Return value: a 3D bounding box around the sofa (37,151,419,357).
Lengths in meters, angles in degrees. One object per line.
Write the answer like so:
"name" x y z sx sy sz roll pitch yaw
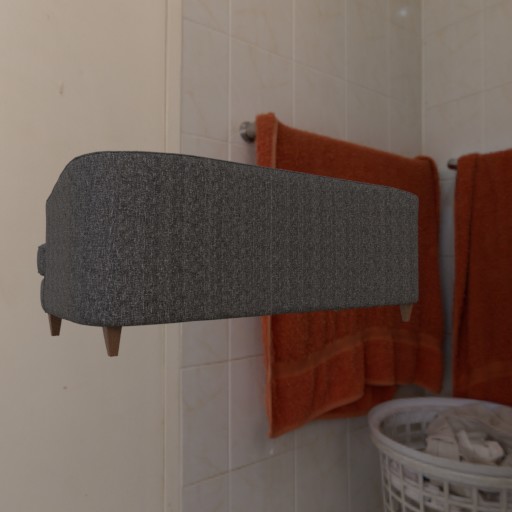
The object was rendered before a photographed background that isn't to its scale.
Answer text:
"sofa" 0.000 0.000 2.675 2.278 0.855 0.941 1 -2 -35
